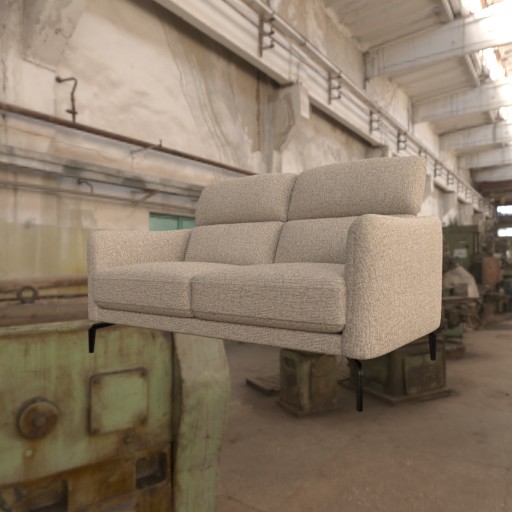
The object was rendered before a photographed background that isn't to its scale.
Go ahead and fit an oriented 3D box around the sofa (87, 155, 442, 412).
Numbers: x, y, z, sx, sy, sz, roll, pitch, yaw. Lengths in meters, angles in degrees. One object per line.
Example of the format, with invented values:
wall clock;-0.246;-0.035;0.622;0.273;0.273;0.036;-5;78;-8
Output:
sofa;0.000;0.000;2.098;1.540;0.950;0.905;0;0;36
